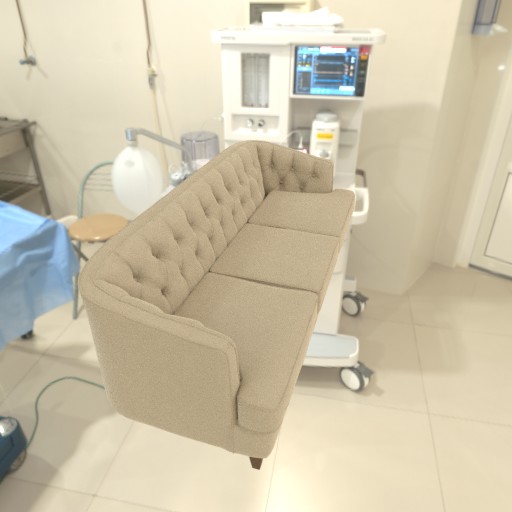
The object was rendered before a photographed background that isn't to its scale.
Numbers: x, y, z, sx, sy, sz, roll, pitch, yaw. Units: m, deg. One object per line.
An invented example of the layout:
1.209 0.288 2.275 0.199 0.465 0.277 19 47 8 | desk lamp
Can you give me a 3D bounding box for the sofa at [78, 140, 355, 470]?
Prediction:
0.000 0.000 2.709 0.941 0.855 2.278 10 32 16 | sofa
